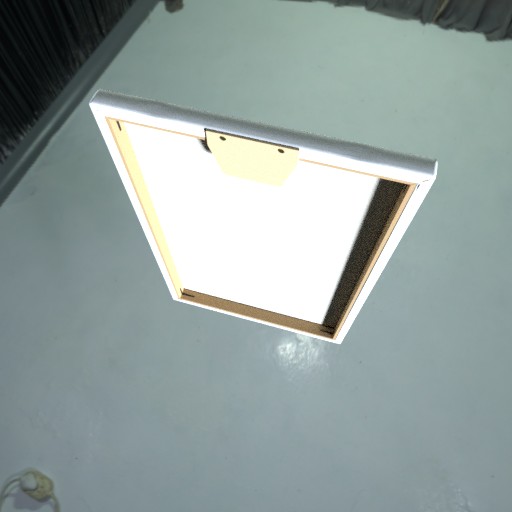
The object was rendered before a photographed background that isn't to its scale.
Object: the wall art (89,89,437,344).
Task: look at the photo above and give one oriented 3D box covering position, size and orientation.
[{"bbox_3d":[0.000,0.000,1.144,0.602,0.902,0.048,14,63,7],"label":"wall art"}]
